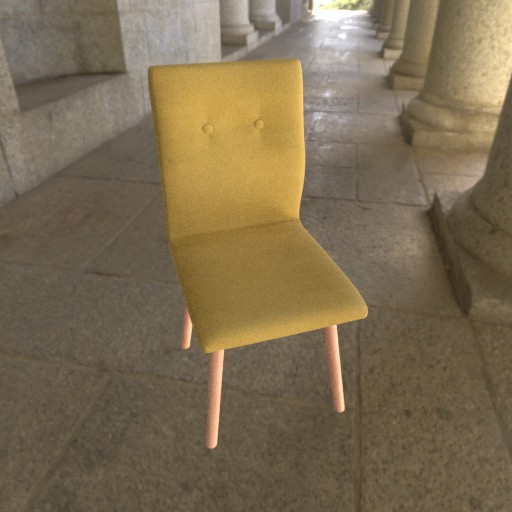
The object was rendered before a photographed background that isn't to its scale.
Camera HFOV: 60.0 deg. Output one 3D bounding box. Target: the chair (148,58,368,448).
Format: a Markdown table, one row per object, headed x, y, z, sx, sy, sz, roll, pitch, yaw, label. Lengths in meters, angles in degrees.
| x | y | z | sx | sy | sz | roll | pitch | yaw | label |
| --- | --- | --- | --- | --- | --- | --- | --- | --- | --- |
| 0.000 | 0.000 | 1.280 | 0.450 | 0.965 | 0.550 | -10 | 33 | -15 | chair |
